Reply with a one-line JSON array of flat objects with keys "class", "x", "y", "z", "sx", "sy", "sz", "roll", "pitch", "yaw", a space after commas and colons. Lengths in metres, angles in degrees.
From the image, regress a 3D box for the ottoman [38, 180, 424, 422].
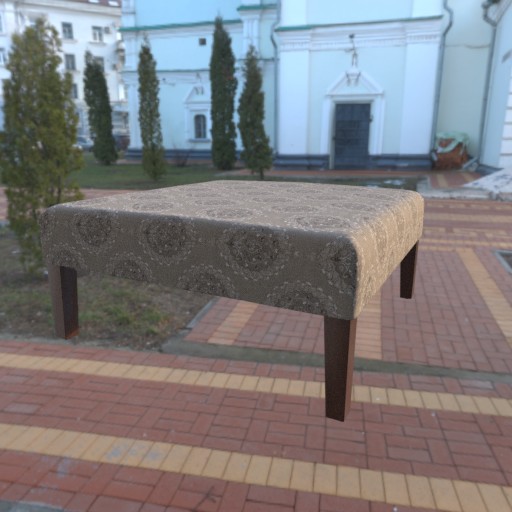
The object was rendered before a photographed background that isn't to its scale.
[{"class": "ottoman", "x": 0.000, "y": 0.000, "z": 1.424, "sx": 0.890, "sy": 0.411, "sz": 0.889, "roll": 8, "pitch": 17, "yaw": 27}]
